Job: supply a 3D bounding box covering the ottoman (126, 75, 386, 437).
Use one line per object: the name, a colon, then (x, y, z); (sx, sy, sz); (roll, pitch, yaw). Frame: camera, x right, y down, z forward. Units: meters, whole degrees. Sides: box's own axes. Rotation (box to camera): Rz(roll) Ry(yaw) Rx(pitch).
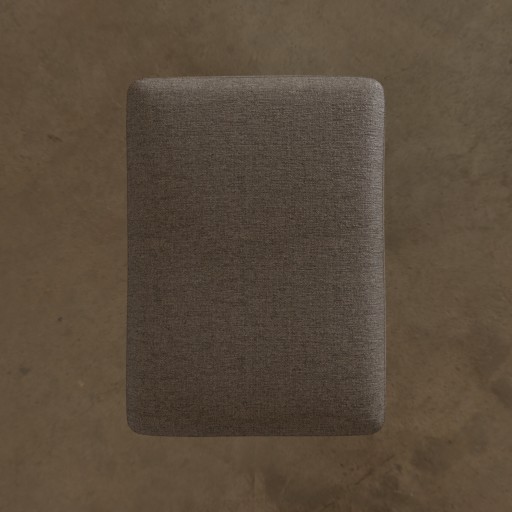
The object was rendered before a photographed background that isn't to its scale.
ottoman: (0.000, 0.000, 1.246); (0.637, 0.478, 0.885); (0, 90, 0)
